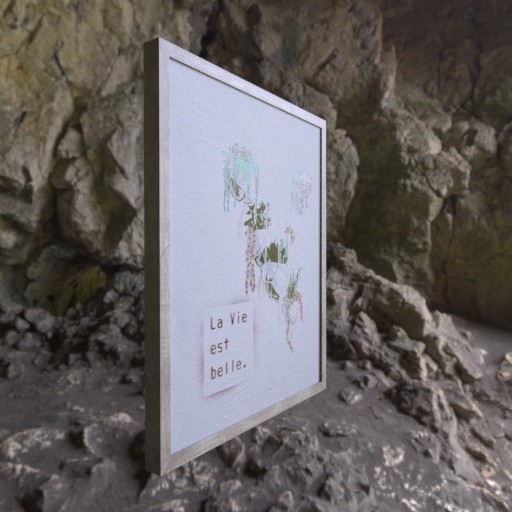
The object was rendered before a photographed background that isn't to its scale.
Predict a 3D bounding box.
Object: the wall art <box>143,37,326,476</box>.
[{"bbox_3d":[0.000,0.000,0.703,0.032,0.521,0.421,0,1,36],"label":"wall art"}]
